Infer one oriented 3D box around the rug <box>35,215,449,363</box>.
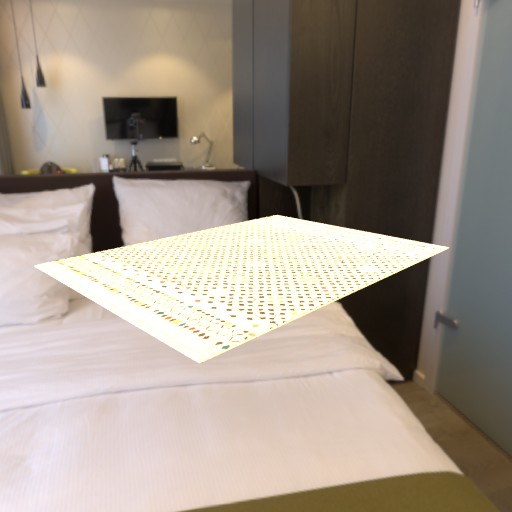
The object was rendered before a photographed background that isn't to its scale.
[{"bbox_3d":[0.000,0.000,2.049,1.146,0.006,1.556,16,23,43],"label":"rug"}]
